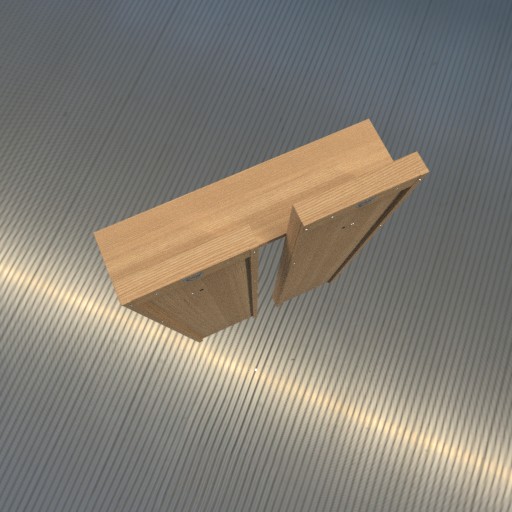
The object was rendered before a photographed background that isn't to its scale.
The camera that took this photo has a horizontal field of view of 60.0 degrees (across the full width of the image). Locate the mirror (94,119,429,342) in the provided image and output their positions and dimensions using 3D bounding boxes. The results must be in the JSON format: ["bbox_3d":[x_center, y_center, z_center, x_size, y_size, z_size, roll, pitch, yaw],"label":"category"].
[{"bbox_3d":[0.000,0.000,1.556,0.800,1.250,0.260,-24,77,-6],"label":"mirror"}]
